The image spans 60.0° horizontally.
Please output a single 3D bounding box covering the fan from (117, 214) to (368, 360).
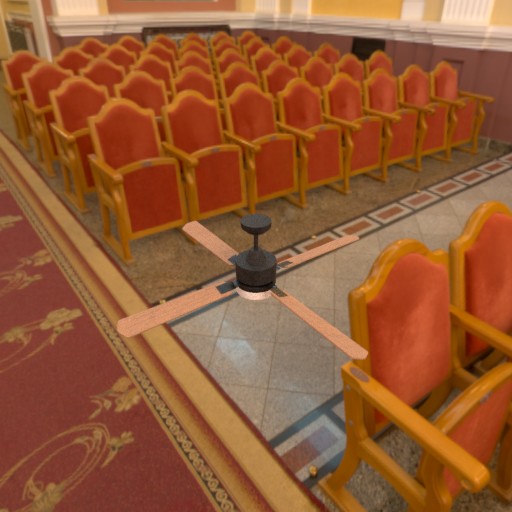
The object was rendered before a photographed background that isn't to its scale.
[{"bbox_3d":[0.000,0.000,1.990,1.320,0.355,1.320,-20,36,-30],"label":"fan"}]
